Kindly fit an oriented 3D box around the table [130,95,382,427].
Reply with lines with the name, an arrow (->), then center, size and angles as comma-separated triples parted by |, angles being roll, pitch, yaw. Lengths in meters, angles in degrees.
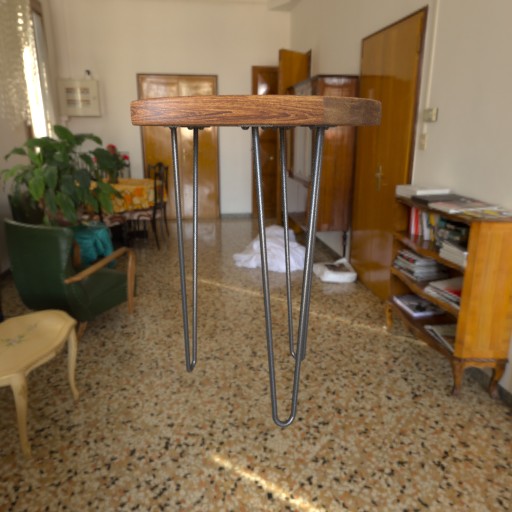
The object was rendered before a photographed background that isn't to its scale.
table -> 0.000, 0.000, 0.800 | 0.400, 0.520, 0.400 | 0, 16, 0
